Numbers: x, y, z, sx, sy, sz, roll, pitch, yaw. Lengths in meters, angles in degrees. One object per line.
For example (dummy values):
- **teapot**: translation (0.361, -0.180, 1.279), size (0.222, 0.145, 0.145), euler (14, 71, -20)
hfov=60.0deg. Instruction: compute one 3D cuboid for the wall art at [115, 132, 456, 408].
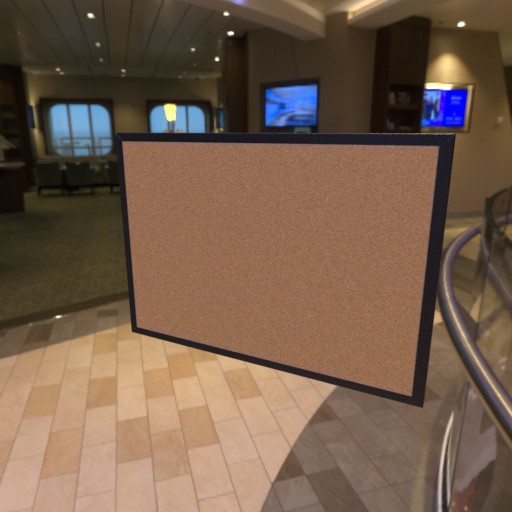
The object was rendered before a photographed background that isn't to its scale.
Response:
- **wall art**: translation (0.000, 0.000, 0.573), size (0.440, 0.306, 0.013), euler (8, 18, 26)
